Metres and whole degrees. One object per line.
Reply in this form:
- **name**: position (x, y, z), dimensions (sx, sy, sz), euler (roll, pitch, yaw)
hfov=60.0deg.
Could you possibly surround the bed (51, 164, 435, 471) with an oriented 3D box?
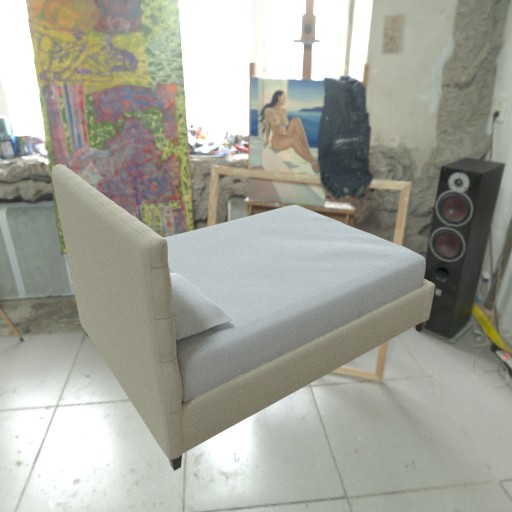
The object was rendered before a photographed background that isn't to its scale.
- **bed**: position (0.000, 0.000, 3.426), dimensions (2.387, 1.427, 1.698), euler (-17, 31, -32)
